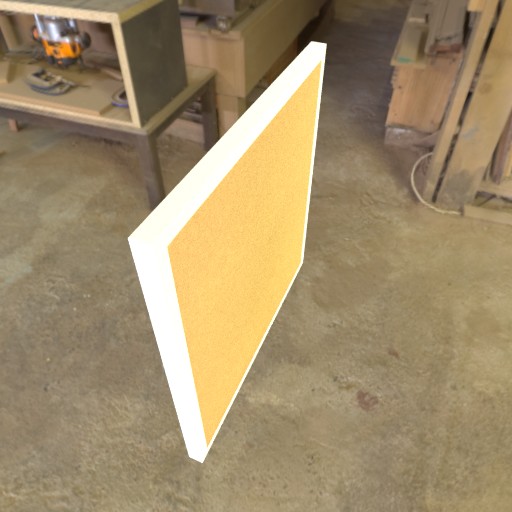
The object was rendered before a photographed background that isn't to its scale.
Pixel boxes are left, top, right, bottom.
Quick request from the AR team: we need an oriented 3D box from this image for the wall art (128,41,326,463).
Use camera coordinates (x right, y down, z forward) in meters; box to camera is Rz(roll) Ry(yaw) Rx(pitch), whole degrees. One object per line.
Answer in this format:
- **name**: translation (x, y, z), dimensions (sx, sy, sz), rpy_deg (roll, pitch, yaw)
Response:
- **wall art**: translation (0.000, 0.000, 1.098), dimensions (0.038, 0.761, 0.763), rpy_deg (17, 48, 16)
